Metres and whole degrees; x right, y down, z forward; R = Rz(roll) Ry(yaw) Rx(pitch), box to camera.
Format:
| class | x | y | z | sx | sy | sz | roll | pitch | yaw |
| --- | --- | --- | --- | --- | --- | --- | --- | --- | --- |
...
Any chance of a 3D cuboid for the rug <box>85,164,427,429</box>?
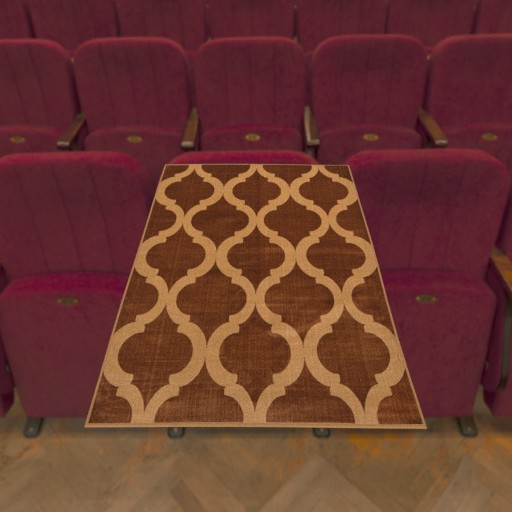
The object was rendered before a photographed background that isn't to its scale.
| class | x | y | z | sx | sy | sz | roll | pitch | yaw |
| --- | --- | --- | --- | --- | --- | --- | --- | --- | --- |
| rug | 0.000 | 0.000 | 2.812 | 1.526 | 0.014 | 2.290 | 0 | 41 | 0 |
